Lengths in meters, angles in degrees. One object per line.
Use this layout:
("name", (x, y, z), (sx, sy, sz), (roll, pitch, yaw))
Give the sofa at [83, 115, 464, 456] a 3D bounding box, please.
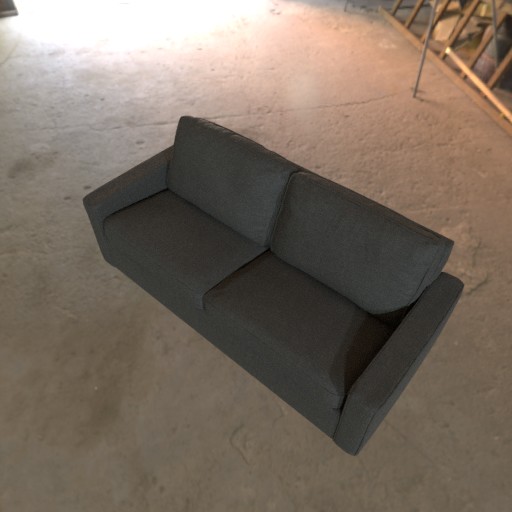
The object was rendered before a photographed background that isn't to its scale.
("sofa", (0.000, 0.000, 2.573), (2.080, 0.919, 0.940), (32, 55, 26))
